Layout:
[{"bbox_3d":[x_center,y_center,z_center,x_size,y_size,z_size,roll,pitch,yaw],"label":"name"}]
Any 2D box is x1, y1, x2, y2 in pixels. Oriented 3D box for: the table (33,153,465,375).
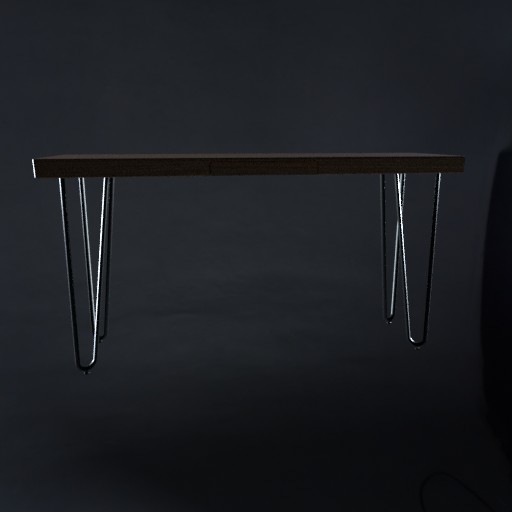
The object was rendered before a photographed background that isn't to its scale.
[{"bbox_3d":[0.000,0.000,1.883,1.570,0.834,0.425,-2,15,-8],"label":"table"}]
